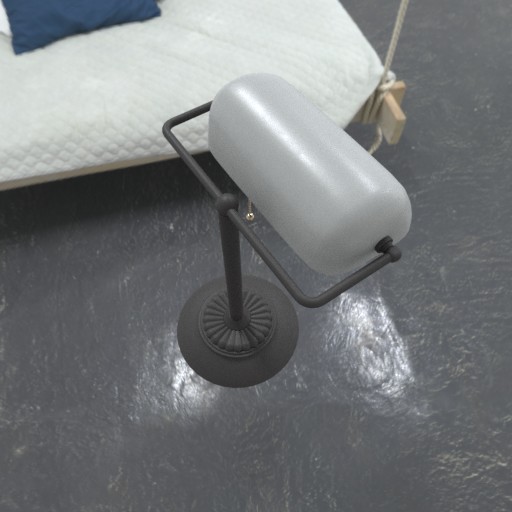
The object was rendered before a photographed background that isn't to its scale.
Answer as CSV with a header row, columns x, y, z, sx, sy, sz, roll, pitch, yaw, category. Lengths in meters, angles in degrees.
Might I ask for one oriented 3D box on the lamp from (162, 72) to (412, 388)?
x,y,z,sx,sy,sz,roll,pitch,yaw,category
0.000,0.000,0.519,0.243,0.339,0.264,-30,63,-17,lamp
